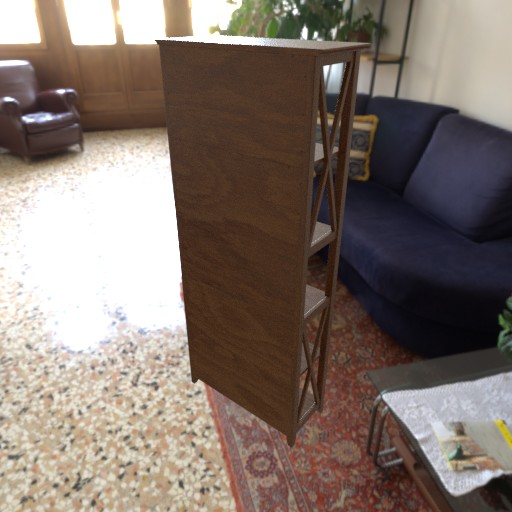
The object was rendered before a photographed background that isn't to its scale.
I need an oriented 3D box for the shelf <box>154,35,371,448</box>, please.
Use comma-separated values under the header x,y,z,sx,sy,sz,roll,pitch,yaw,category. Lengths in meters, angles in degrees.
x,y,z,sx,sy,sz,roll,pitch,yaw,category
0.000,0.000,2.178,0.805,1.905,0.335,22,36,33,shelf
